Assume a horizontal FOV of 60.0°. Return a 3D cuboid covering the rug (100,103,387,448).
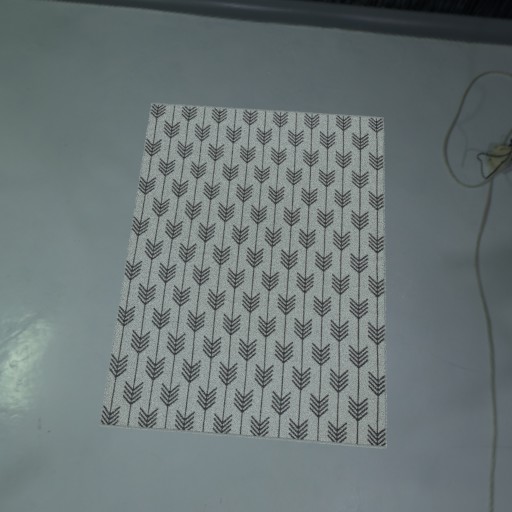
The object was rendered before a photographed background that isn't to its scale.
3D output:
[{"bbox_3d":[0.000,0.000,4.011,2.330,0.010,3.061,4,74,1],"label":"rug"}]
